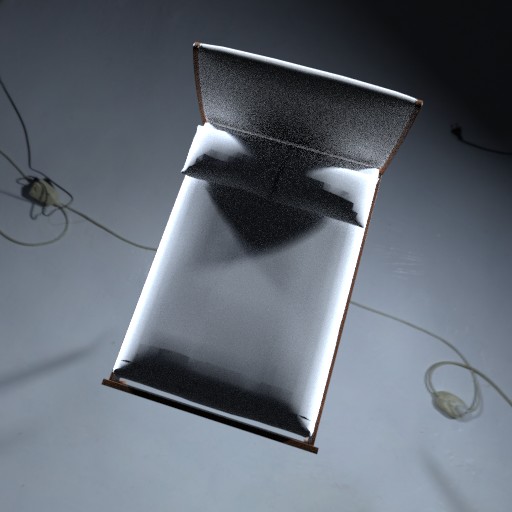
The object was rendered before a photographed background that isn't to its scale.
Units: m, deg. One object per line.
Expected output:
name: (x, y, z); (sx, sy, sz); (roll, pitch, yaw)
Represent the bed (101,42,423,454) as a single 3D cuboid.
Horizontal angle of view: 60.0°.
bed: (0.000, 0.000, 3.233); (1.612, 1.250, 2.380); (16, 76, 4)
